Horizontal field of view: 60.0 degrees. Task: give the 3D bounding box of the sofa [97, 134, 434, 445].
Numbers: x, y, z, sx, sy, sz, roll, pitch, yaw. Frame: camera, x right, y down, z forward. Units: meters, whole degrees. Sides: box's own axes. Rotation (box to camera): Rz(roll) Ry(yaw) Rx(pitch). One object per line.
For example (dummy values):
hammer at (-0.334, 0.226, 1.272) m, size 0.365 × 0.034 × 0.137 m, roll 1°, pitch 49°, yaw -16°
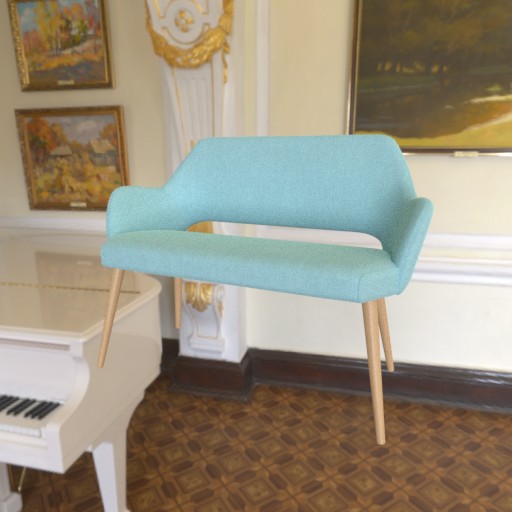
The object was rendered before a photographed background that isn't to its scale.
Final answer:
sofa at (0.000, 0.000, 1.569) m, size 1.150 × 0.840 × 0.610 m, roll 6°, pitch 14°, yaw 25°
